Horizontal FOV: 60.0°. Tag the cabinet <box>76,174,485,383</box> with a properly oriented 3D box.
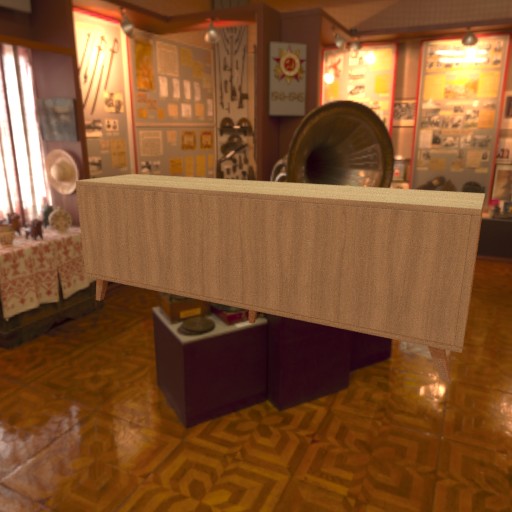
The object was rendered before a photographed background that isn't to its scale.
[{"bbox_3d":[0.000,0.000,2.491,2.198,0.779,0.499,8,18,27],"label":"cabinet"}]
